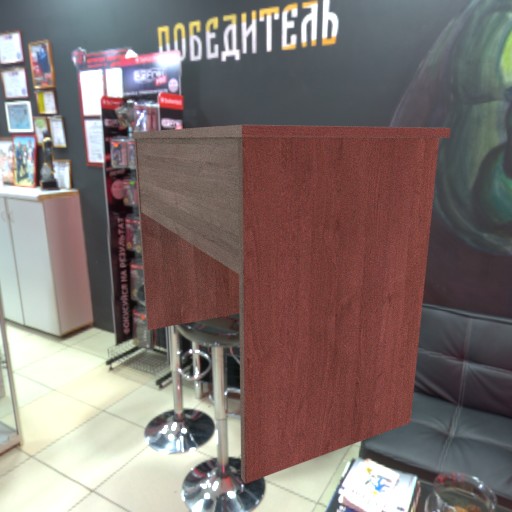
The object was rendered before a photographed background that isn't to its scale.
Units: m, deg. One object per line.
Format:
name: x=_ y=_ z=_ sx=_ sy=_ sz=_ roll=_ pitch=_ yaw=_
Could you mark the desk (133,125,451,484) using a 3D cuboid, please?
desk: x=0.000 y=0.000 z=1.331 sx=0.498 sy=0.724 sz=0.893 roll=-7 pitch=16 yaw=-26
